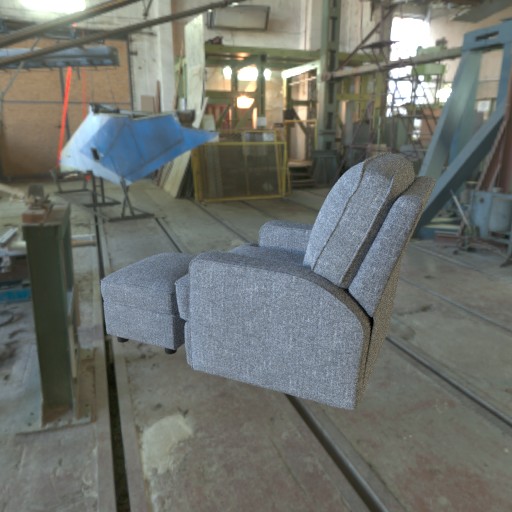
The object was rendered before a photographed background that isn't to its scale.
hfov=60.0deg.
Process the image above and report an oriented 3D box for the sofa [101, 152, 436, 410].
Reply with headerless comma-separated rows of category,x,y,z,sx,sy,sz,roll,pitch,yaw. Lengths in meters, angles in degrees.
sofa,0.000,0.000,2.088,1.472,0.959,0.861,7,18,23
